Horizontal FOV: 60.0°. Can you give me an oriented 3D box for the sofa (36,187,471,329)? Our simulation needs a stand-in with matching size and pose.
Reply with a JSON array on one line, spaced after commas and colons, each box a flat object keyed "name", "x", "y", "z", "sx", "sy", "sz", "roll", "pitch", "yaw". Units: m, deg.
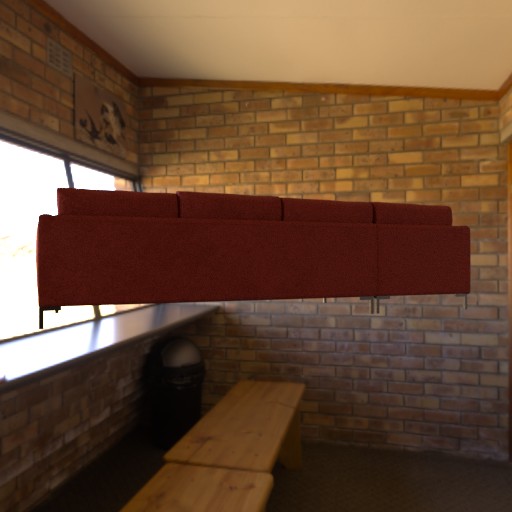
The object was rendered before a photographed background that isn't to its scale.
[{"name": "sofa", "x": 0.000, "y": 0.000, "z": 2.877, "sx": 2.467, "sy": 0.663, "sz": 1.136, "roll": 0, "pitch": 0, "yaw": -19}]
